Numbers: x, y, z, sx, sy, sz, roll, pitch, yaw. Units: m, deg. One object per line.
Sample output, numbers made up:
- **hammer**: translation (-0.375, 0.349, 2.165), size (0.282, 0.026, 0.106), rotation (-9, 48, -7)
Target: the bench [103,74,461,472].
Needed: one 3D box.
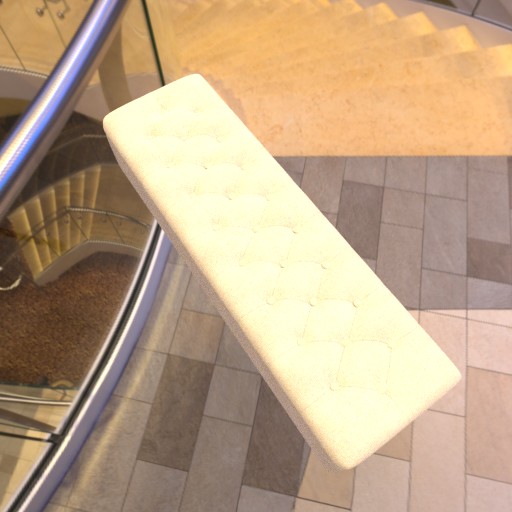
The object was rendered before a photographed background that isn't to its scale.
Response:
- **bench**: translation (0.000, 0.000, 1.657), size (0.455, 0.467, 1.480), rotation (-32, 68, -14)
